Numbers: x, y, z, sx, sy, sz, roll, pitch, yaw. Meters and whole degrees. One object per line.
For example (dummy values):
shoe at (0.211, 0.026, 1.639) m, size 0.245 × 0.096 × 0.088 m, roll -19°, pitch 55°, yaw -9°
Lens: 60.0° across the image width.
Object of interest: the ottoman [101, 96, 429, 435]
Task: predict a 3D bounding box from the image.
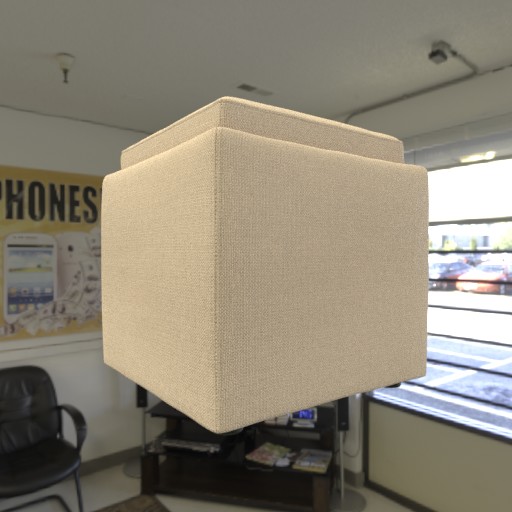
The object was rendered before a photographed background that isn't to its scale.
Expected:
ottoman at (0.000, 0.000, 0.828) m, size 0.451 × 0.460 × 0.450 m, roll 0°, pitch 0°, yaw -36°
